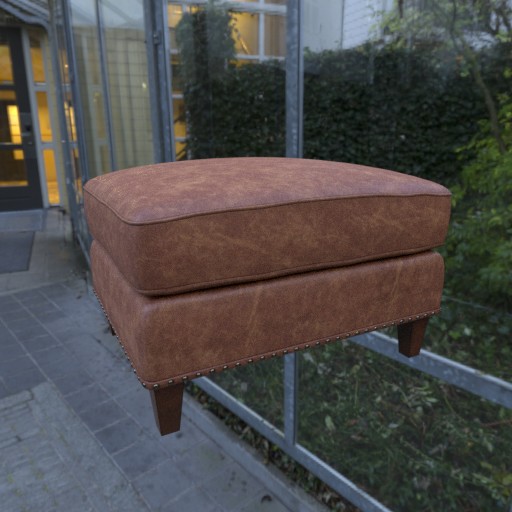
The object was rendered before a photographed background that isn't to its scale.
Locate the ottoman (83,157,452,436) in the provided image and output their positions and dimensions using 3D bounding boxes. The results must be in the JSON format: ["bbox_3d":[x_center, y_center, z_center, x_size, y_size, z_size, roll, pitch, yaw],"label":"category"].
[{"bbox_3d":[0.000,0.000,1.132,0.742,0.486,0.586,-8,18,-27],"label":"ottoman"}]
